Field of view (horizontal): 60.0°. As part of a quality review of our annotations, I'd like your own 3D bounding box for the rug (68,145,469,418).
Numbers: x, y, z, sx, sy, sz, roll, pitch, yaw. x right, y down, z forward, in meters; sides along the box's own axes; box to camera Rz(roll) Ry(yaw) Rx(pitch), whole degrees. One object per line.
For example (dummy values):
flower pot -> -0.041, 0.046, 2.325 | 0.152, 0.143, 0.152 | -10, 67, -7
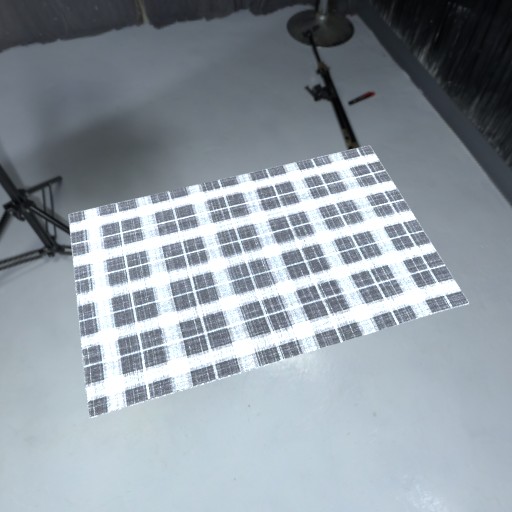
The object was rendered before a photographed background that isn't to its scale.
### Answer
rug -> 0.000, 0.000, 3.067 | 2.434, 0.015, 1.520 | -14, 59, -9
